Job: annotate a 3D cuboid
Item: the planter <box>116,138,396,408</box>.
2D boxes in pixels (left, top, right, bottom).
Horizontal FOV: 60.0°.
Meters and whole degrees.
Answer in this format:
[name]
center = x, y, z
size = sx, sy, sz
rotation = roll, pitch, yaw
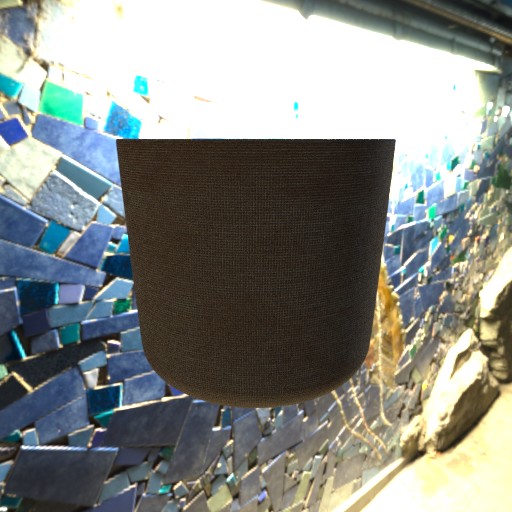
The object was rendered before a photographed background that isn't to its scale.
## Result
[planter]
center = 0.000, 0.000, 0.777
size = 0.440, 0.398, 0.440
rotation = 0, 15, 0
